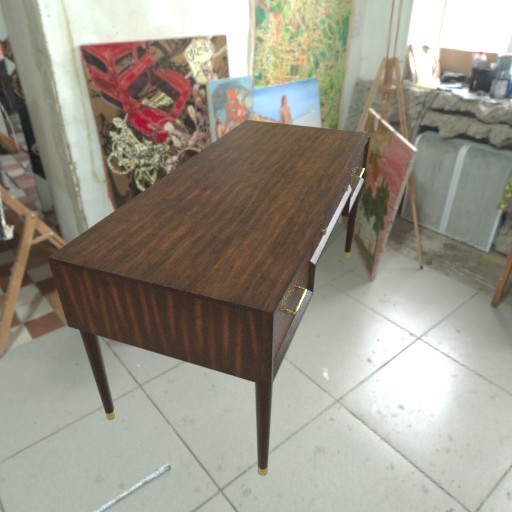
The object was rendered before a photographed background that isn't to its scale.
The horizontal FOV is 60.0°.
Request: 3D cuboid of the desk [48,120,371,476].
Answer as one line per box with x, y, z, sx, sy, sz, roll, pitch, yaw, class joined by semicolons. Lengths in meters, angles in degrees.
0.000;0.000;2.032;0.724;0.762;1.575;12;34;18;desk
